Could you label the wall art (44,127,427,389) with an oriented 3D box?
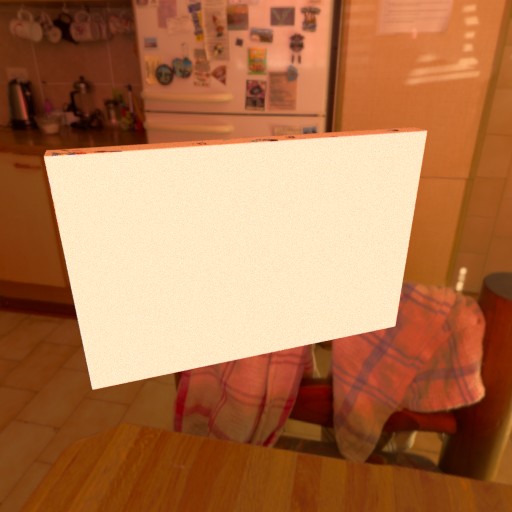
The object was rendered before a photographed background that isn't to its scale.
[{"bbox_3d":[0.000,0.000,0.782,0.609,0.406,0.039,-8,27,-16],"label":"wall art"}]
